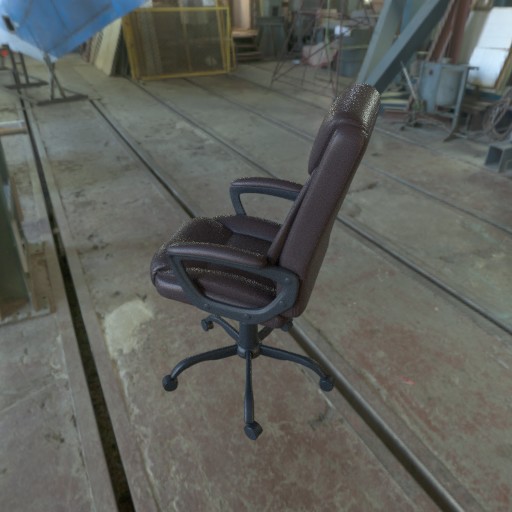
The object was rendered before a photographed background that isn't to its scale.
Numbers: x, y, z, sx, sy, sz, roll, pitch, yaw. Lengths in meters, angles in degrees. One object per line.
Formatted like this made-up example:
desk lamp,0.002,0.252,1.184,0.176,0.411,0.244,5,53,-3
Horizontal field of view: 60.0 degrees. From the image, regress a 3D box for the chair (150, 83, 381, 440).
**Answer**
chair,0.000,0.000,1.483,0.655,1.072,0.615,9,32,15
